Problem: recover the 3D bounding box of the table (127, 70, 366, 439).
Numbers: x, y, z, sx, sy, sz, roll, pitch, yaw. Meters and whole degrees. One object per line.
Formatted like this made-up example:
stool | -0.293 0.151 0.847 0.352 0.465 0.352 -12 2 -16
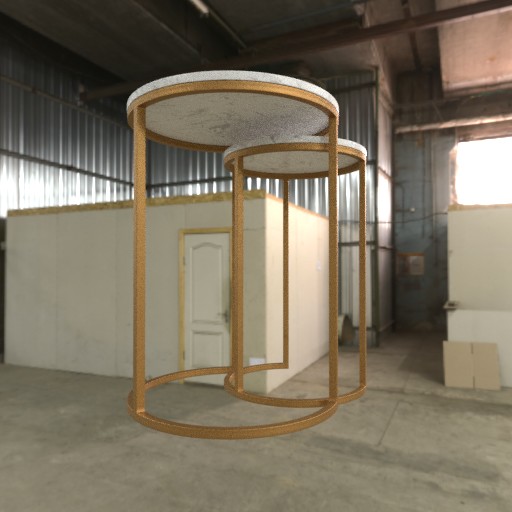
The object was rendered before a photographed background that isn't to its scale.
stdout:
table | 0.000 0.000 0.892 0.507 0.550 0.400 0 -1 -37
